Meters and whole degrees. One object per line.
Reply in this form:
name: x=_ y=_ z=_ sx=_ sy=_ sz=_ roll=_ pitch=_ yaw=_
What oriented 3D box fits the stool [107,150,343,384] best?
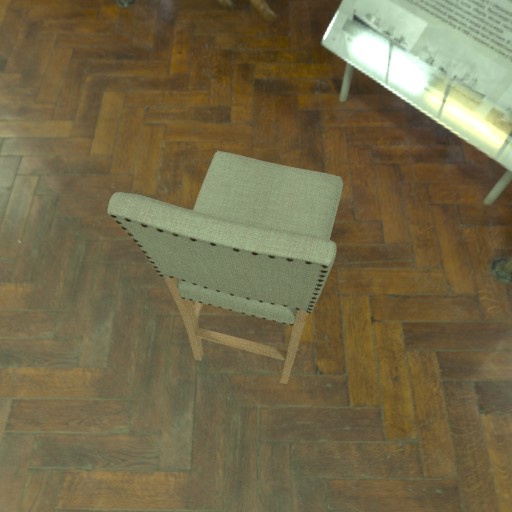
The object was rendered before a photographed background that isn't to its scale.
stool: x=0.000 y=0.000 z=1.455 sx=0.445 sy=1.203 sz=0.585 roll=13 pitch=63 yaw=7
